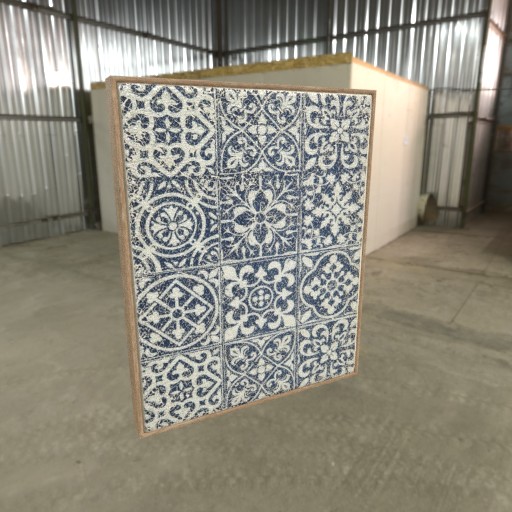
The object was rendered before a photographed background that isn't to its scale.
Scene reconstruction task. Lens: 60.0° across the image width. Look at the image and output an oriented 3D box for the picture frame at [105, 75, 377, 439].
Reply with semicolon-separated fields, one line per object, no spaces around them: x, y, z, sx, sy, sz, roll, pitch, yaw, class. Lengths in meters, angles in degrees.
0.000;0.000;0.728;0.424;0.526;0.043;-8;17;-26;picture frame
